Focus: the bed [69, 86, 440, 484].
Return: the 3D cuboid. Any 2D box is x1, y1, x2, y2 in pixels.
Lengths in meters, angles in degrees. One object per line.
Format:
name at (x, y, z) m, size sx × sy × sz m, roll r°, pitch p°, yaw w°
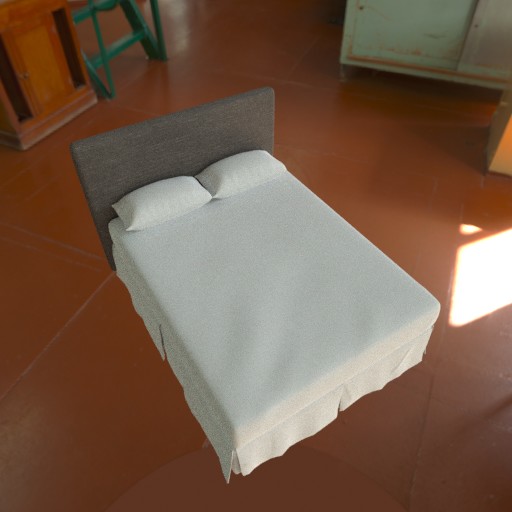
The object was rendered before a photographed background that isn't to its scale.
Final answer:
bed at (0.000, 0.000, 3.167) m, size 1.723 × 1.330 × 2.142 m, roll -24°, pitch 51°, yaw -22°
